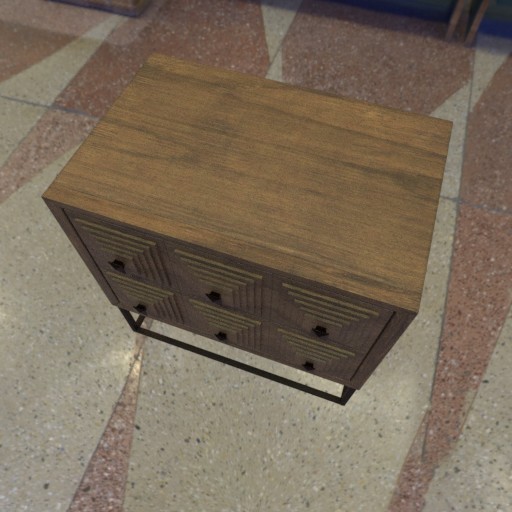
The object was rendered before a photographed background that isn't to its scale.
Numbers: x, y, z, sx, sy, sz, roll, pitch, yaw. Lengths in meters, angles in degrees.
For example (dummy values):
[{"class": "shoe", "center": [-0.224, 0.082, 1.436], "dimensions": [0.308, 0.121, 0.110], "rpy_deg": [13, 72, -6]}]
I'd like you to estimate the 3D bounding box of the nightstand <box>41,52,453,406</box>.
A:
[{"class": "nightstand", "center": [0.000, 0.000, 1.016], "dimensions": [0.610, 0.610, 0.437], "rpy_deg": [17, 60, 10]}]
